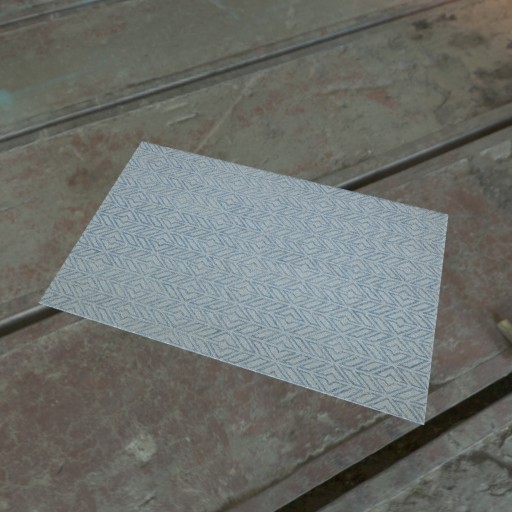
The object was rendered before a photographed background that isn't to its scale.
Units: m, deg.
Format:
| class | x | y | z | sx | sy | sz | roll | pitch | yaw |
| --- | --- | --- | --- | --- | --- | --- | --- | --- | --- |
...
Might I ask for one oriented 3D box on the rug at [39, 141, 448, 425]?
| class | x | y | z | sx | sy | sz | roll | pitch | yaw |
| --- | --- | --- | --- | --- | --- | --- | --- | --- | --- |
| rug | 0.000 | 0.000 | 3.032 | 2.441 | 0.008 | 1.526 | 15 | 59 | 9 |
